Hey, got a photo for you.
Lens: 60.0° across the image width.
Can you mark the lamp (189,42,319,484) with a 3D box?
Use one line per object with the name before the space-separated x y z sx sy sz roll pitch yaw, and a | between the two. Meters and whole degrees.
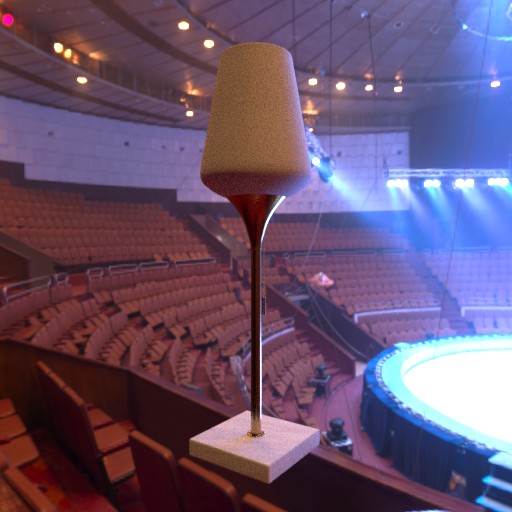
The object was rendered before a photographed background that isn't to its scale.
lamp | 0.000 0.000 0.723 0.181 0.639 0.181 1 1 35
